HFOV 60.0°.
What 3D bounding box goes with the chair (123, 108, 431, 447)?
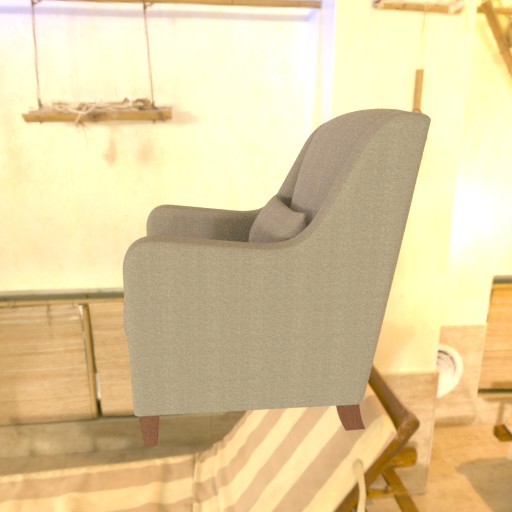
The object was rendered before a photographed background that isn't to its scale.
[{"bbox_3d":[0.000,0.000,1.610,0.890,1.017,0.715,-2,15,-7],"label":"chair"}]
